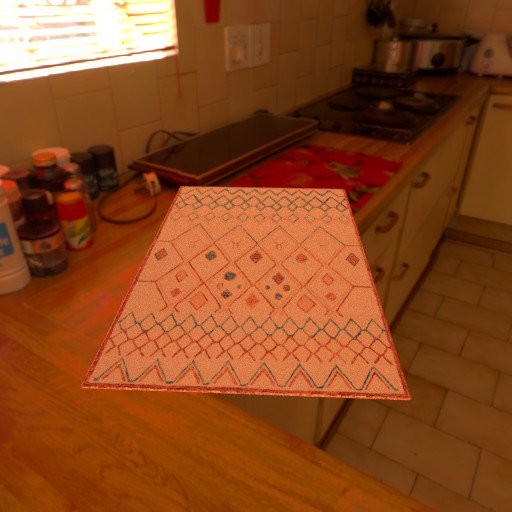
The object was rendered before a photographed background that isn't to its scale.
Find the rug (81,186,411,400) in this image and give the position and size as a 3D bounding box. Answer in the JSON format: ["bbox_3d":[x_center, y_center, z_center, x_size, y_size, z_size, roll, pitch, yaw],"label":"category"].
[{"bbox_3d":[0.000,0.000,3.079,1.524,0.015,2.438,1,31,2],"label":"rug"}]
